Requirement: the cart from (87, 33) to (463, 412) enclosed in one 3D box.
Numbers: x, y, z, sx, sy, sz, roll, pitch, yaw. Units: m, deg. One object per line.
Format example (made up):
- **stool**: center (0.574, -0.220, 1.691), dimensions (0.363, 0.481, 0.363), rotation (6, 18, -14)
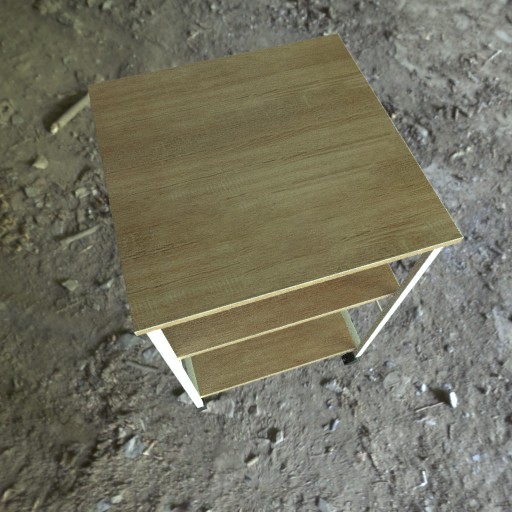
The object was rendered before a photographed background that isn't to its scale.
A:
- **cart**: center (0.000, 0.000, 1.111), dimensions (0.521, 0.762, 0.520), rotation (-15, 63, -8)
